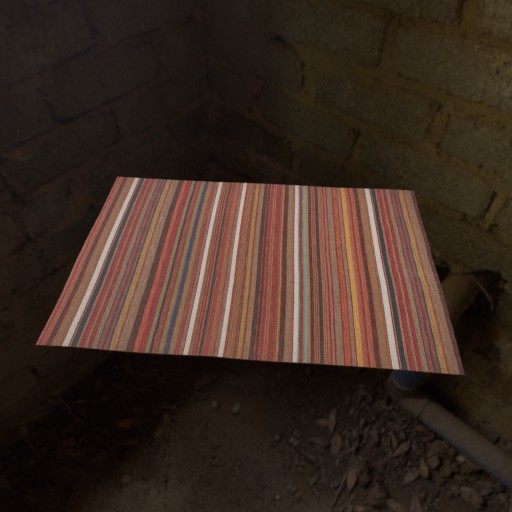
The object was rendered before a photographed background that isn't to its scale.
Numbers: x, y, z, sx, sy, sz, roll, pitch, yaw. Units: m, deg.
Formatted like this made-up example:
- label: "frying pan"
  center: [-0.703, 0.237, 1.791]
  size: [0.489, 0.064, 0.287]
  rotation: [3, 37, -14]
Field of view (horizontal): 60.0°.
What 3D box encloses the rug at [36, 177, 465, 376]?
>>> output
- label: "rug"
  center: [0.000, 0.000, 2.294]
  size: [1.828, 0.007, 1.217]
  rotation: [3, 47, 3]
